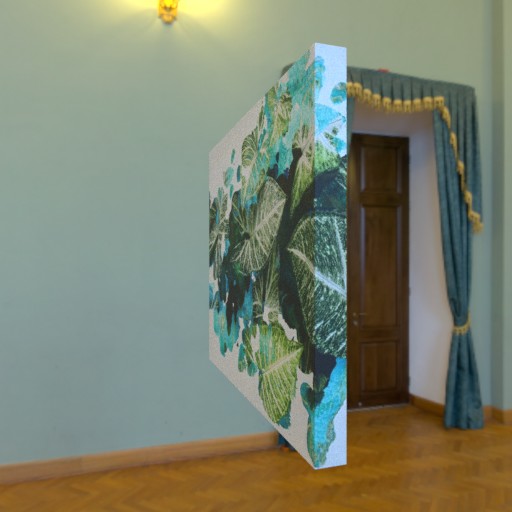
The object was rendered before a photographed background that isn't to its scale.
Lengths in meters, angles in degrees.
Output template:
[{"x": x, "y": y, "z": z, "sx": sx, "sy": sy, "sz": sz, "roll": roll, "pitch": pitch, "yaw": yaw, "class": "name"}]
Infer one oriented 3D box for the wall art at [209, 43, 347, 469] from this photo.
[{"x": 0.000, "y": 0.000, "z": 0.698, "sx": 0.041, "sy": 0.435, "sz": 0.507, "roll": 0, "pitch": 0, "yaw": -18, "class": "wall art"}]
